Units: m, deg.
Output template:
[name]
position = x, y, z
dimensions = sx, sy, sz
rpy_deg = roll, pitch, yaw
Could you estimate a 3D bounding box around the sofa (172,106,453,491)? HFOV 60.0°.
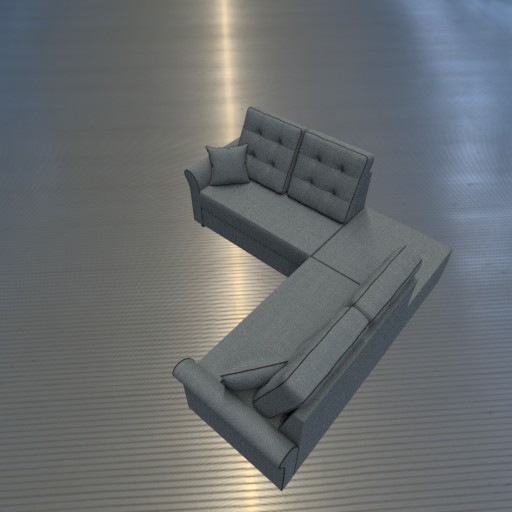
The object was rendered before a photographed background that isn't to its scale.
[sofa]
position = 0.000, 0.000, 3.152
dimensions = 2.068, 0.988, 2.070
rpy_deg = 32, 54, 27
